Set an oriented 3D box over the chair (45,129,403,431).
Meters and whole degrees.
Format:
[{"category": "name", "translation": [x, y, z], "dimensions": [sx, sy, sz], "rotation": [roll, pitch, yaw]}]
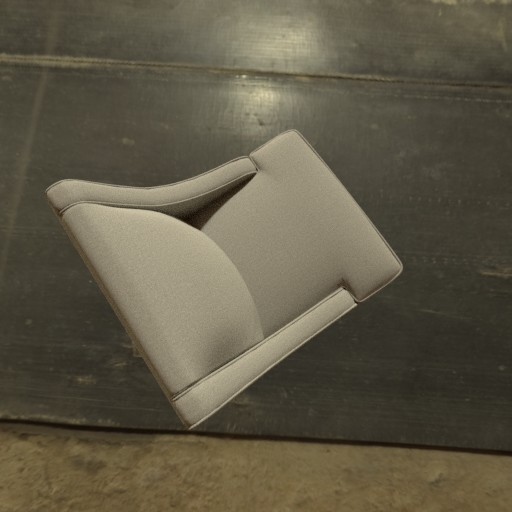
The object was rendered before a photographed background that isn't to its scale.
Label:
[{"category": "chair", "translation": [0.000, 0.000, 1.368], "dimensions": [0.737, 0.864, 0.610], "rotation": [-34, 79, -8]}]
